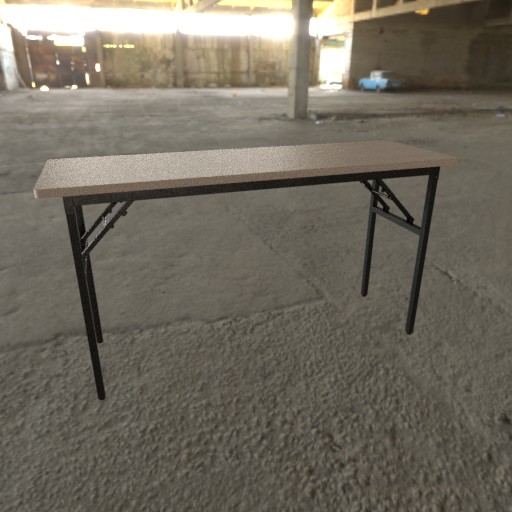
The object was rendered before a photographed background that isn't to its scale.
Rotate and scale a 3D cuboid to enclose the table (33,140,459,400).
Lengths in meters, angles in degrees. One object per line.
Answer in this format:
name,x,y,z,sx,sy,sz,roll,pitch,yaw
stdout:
table,0.000,0.000,1.719,1.397,0.750,0.447,-8,24,-17
